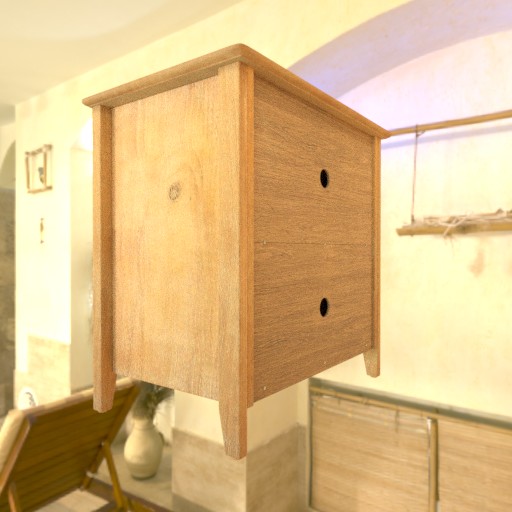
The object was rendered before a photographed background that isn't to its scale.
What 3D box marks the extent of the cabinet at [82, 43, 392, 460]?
[{"bbox_3d":[0.000,0.000,1.236,0.503,0.762,0.763,0,1,37],"label":"cabinet"}]
